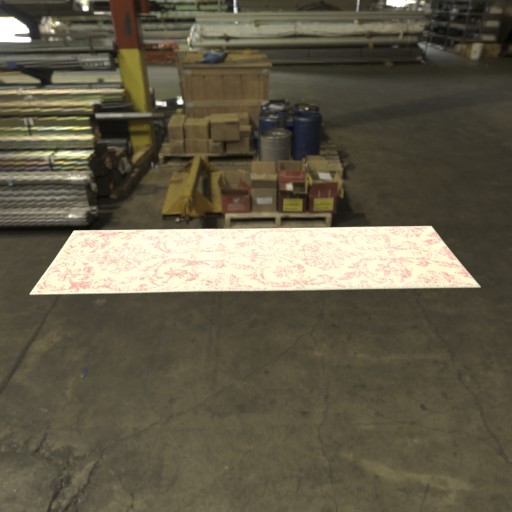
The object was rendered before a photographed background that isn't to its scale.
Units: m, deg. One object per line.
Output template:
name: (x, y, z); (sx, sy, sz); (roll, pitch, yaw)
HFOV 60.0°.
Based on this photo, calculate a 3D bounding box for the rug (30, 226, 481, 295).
rug: (0.000, 0.000, 2.437); (2.196, 0.011, 0.662); (-1, 31, -1)
